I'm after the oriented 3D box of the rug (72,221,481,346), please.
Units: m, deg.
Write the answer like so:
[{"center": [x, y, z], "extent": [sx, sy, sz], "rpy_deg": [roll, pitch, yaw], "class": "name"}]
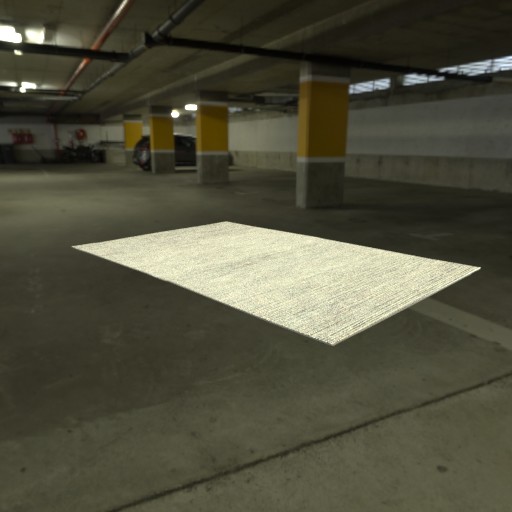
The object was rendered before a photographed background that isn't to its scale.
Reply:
[{"center": [0.000, 0.000, 2.264], "extent": [1.159, 0.021, 1.789], "rpy_deg": [-13, 19, -43], "class": "rug"}]
